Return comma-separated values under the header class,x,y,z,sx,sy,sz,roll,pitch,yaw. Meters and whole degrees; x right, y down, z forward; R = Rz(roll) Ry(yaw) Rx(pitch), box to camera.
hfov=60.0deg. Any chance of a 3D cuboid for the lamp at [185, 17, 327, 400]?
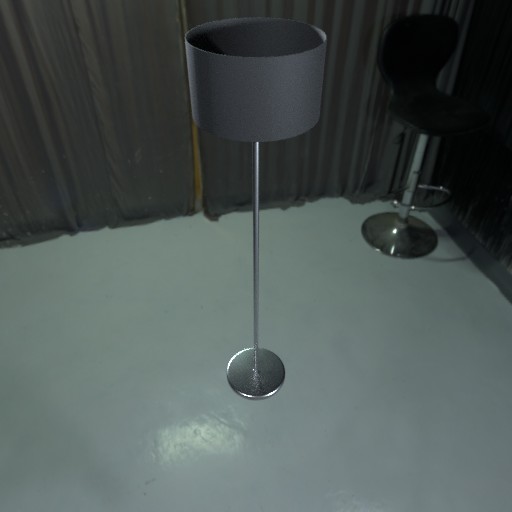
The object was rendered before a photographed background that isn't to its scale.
class,x,y,z,sx,sy,sz,roll,pitch,yaw
lamp,0.000,0.000,1.565,0.348,1.443,0.348,-11,42,-12
